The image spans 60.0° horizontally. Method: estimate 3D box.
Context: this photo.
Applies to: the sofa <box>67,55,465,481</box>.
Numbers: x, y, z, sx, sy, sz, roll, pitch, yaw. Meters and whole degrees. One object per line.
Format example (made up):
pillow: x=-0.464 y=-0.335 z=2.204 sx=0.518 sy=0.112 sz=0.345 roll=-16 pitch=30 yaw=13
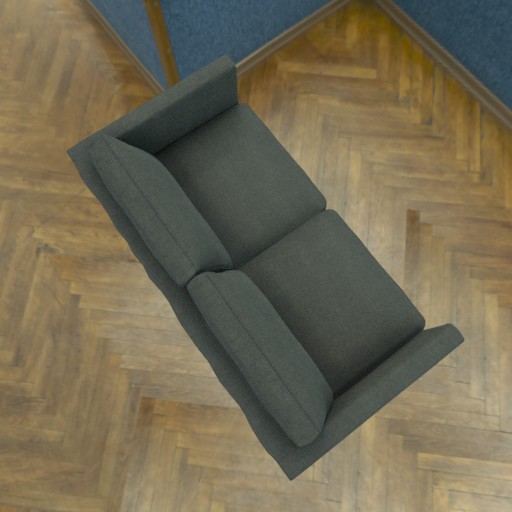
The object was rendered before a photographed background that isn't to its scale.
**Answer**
sofa: x=0.000 y=0.000 z=2.263 sx=0.974 sy=0.854 sz=1.802 roll=-35 pitch=77 yaw=-9
